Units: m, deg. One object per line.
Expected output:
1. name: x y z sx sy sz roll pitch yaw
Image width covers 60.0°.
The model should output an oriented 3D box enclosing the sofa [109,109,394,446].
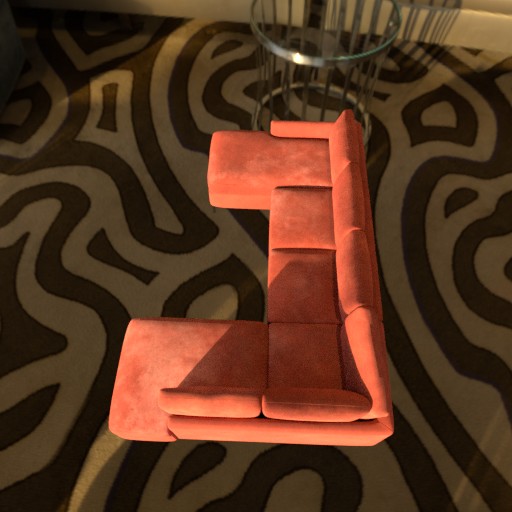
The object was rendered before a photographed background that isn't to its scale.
1. sofa: 0.000 0.000 3.834 1.981 0.858 2.971 2 60 1
